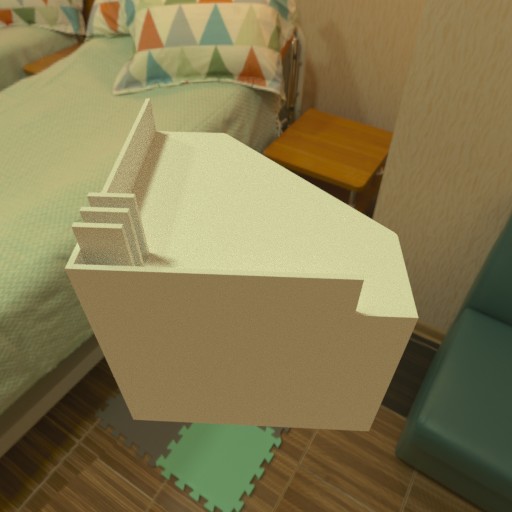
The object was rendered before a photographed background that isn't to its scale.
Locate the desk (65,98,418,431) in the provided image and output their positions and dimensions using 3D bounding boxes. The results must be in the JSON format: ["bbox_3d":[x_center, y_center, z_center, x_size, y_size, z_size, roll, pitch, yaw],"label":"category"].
[{"bbox_3d":[0.000,0.000,1.747,0.940,0.986,0.940,2,46,2],"label":"desk"}]
